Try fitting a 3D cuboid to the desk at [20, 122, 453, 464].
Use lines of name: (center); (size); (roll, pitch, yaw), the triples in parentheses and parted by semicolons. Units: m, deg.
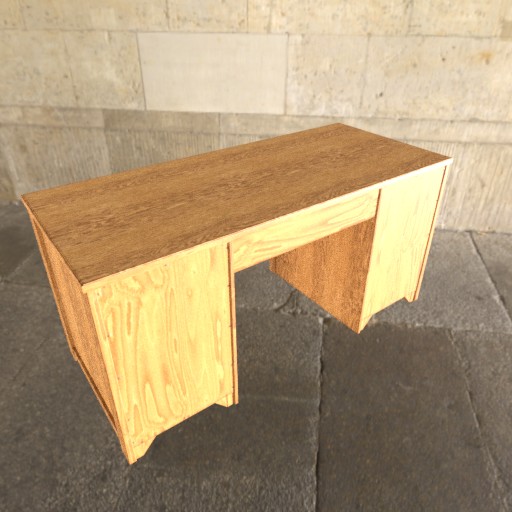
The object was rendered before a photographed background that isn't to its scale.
desk: (0.000, 0.000, 1.918); (1.567, 0.751, 0.685); (-21, 38, -30)
